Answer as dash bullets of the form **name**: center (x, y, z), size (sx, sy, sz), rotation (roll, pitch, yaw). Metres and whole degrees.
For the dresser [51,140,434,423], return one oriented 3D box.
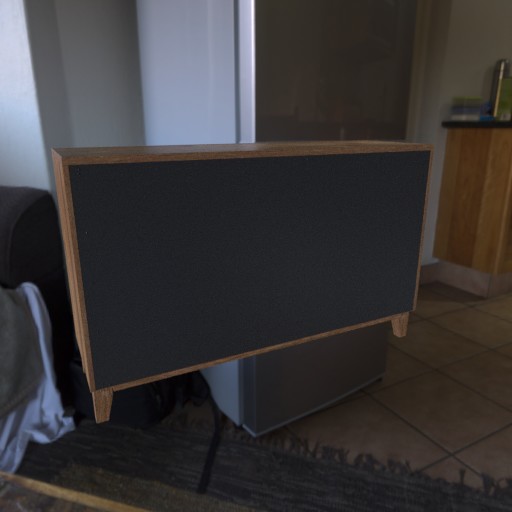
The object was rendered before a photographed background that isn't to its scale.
- **dresser**: center (0.000, 0.000, 1.809), size (1.400, 0.873, 0.446), rotation (-9, 19, -26)
